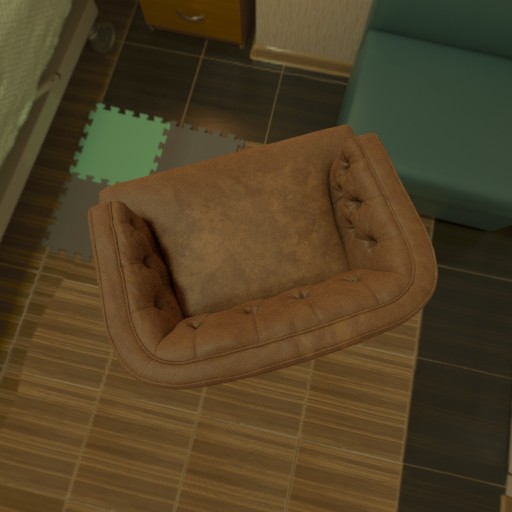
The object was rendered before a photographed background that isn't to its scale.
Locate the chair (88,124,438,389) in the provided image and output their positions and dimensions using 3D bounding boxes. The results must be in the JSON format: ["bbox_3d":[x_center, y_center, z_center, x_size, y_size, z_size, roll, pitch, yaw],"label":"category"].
[{"bbox_3d":[0.000,0.000,1.791,1.119,0.836,0.911,-16,75,-4],"label":"chair"}]
